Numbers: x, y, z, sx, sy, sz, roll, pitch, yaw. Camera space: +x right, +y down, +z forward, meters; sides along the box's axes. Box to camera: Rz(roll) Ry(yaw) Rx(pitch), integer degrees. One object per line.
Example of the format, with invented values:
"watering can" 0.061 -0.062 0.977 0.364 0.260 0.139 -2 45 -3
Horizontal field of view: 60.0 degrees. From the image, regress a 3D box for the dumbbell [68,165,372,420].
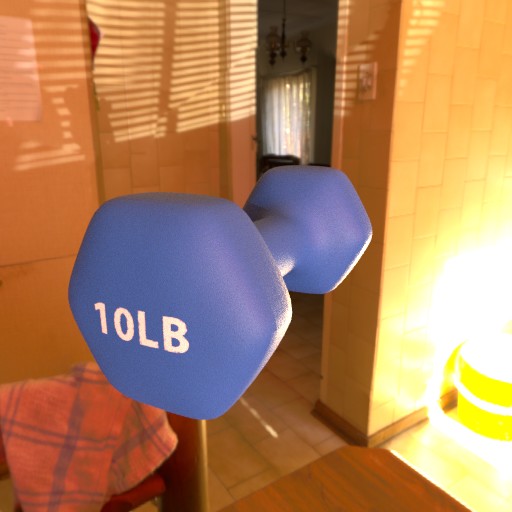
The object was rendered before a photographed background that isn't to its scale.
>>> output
"dumbbell" 0.000 0.000 0.262 0.103 0.093 0.212 8 18 25
